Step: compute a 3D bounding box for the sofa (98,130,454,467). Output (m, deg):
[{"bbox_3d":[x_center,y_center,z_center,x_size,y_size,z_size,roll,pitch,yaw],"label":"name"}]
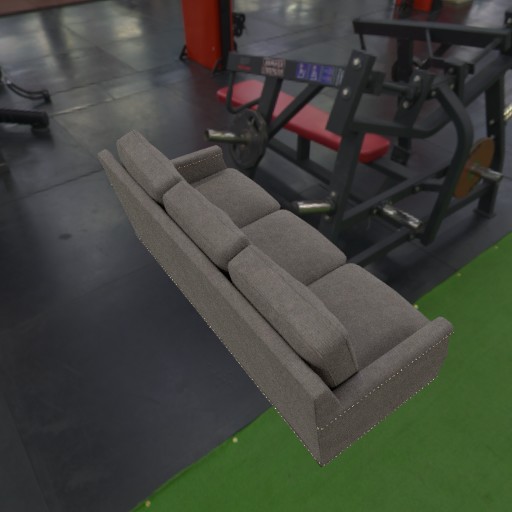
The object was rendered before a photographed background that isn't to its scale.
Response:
[{"bbox_3d":[0.000,0.000,2.746,1.034,1.042,2.226,-26,48,-25],"label":"sofa"}]
